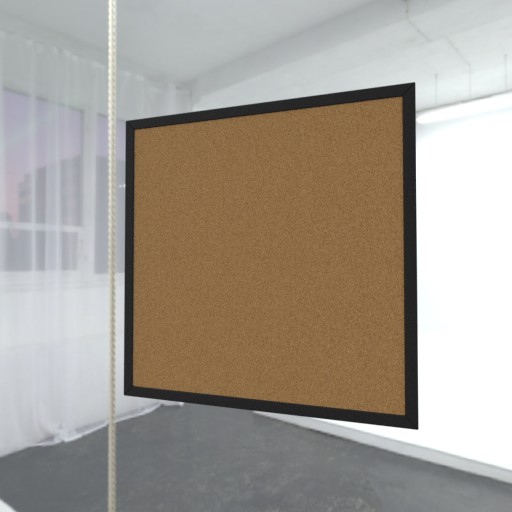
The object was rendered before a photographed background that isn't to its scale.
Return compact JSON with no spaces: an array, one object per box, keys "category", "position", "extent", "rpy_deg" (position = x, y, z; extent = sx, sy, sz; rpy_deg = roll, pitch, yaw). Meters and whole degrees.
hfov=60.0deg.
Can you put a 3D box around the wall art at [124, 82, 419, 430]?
[{"category":"wall art","position":[0.000,0.000,1.117],"extent":[0.763,0.763,0.037],"rpy_deg":[-1,-2,20]}]
